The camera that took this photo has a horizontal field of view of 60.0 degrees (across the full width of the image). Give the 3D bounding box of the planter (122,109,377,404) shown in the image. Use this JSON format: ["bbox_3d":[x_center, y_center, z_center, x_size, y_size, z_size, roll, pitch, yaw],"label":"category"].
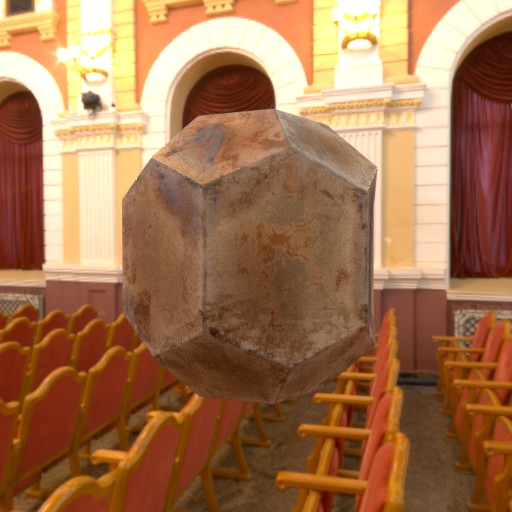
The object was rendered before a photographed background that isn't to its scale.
[{"bbox_3d":[0.000,0.000,0.420,0.221,0.238,0.243,0,1,17],"label":"planter"}]
